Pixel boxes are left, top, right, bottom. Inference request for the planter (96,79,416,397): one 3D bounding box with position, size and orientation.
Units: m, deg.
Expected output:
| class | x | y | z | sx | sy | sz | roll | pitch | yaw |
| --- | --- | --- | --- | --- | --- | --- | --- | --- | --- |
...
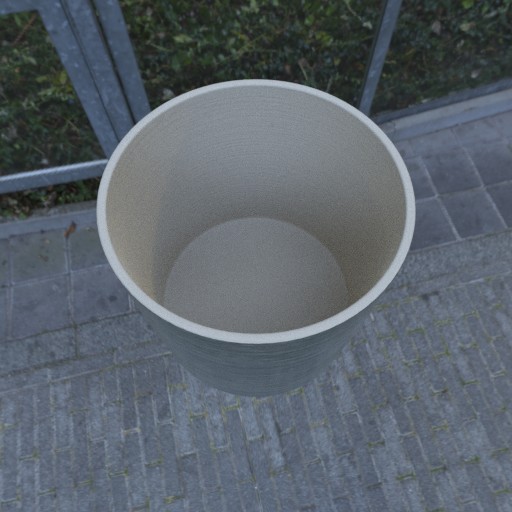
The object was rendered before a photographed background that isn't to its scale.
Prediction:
| class | x | y | z | sx | sy | sz | roll | pitch | yaw |
| --- | --- | --- | --- | --- | --- | --- | --- | --- | --- |
| planter | 0.000 | 0.000 | 0.400 | 0.221 | 0.201 | 0.221 | 0 | 62 | 0 |
